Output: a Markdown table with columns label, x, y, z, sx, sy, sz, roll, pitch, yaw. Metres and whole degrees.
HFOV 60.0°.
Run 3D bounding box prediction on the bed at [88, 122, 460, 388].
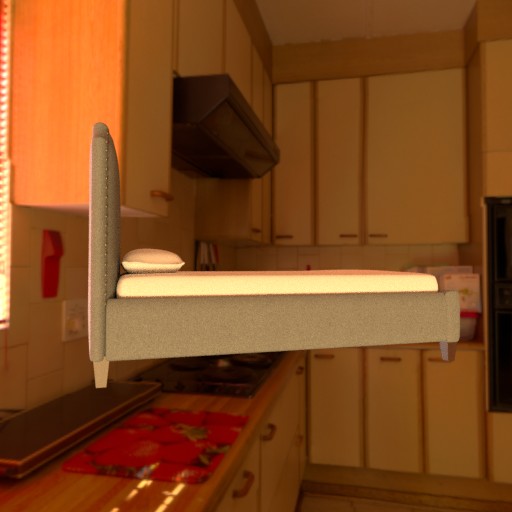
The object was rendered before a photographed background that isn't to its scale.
| label | x | y | z | sx | sy | sz | roll | pitch | yaw |
| --- | --- | --- | --- | --- | --- | --- | --- | --- | --- |
| bed | 0.000 | 0.000 | 3.447 | 2.372 | 1.443 | 1.712 | 0 | -2 | -17 |
